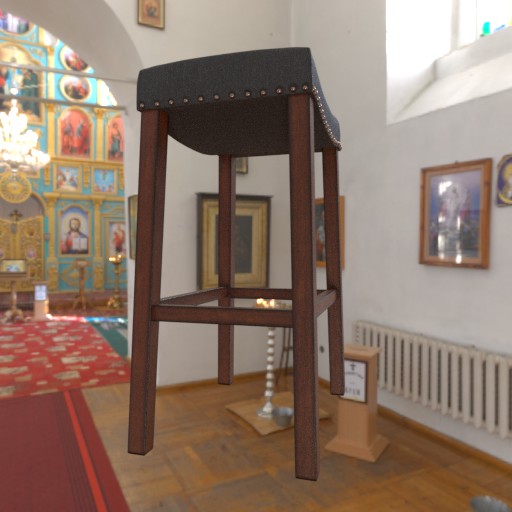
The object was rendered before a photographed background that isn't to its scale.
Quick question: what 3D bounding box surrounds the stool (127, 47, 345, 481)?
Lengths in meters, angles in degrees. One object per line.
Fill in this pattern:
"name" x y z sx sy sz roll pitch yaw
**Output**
"stool" 0.000 0.000 1.037 0.366 0.760 0.502 0 0 17
